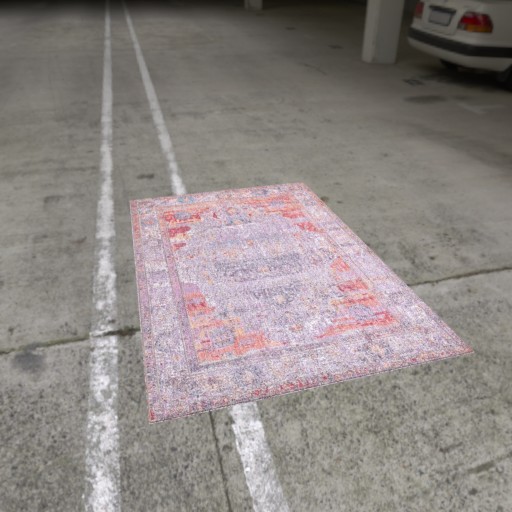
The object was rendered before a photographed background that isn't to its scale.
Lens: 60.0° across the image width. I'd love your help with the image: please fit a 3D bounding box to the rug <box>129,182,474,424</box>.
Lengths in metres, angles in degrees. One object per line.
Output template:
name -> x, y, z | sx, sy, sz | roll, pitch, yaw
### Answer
rug -> 0.000, 0.000, 2.305 | 1.219, 0.005, 1.829 | -8, 32, -13
